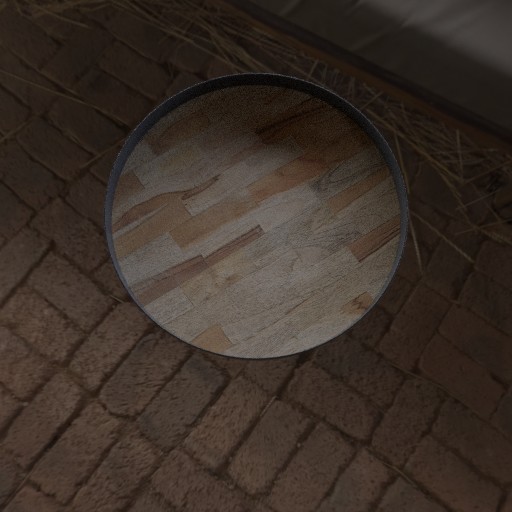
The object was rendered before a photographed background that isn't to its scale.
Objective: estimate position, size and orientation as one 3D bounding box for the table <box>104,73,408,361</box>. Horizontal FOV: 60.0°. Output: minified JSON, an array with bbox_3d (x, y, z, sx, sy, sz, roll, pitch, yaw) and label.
[{"bbox_3d":[0.000,0.000,0.865,0.406,0.559,0.406,0,76,0],"label":"table"}]
